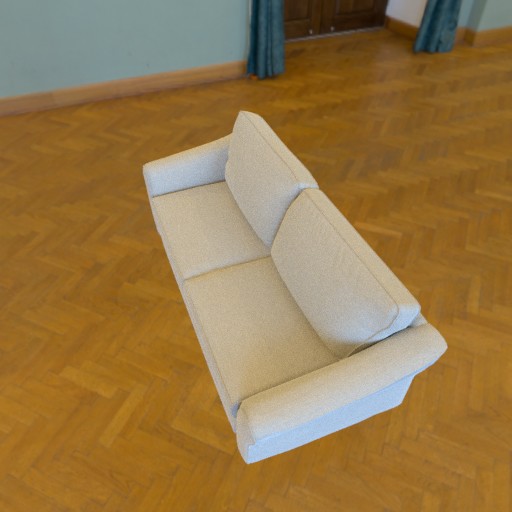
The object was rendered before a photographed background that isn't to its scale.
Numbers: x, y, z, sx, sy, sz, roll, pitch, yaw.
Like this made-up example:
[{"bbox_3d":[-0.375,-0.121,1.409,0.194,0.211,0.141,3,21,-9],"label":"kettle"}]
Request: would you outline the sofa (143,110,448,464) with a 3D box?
[{"bbox_3d":[0.000,0.000,2.784,0.980,0.965,2.270,-16,48,-15],"label":"sofa"}]
